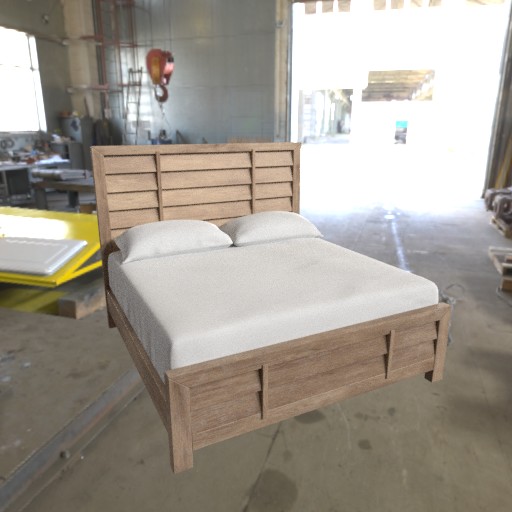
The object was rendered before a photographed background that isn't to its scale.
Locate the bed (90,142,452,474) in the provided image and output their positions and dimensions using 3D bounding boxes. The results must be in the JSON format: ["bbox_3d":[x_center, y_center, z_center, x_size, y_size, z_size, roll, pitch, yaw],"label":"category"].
[{"bbox_3d":[0.000,0.000,3.458,2.032,1.626,2.062,-8,18,-26],"label":"bed"}]
